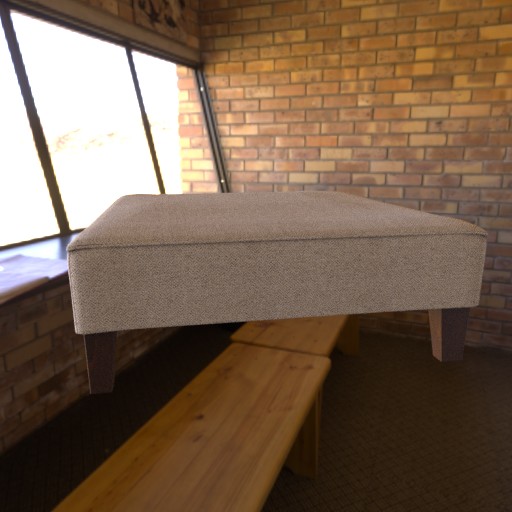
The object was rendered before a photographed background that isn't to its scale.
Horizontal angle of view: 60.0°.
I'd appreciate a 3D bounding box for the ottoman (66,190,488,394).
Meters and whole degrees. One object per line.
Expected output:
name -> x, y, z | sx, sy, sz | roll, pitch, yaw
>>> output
ottoman -> 0.000, 0.000, 1.471 | 0.973, 0.381, 0.982 | -2, 14, -10
